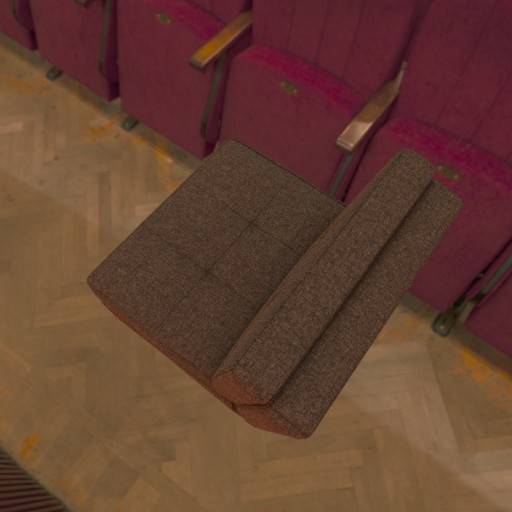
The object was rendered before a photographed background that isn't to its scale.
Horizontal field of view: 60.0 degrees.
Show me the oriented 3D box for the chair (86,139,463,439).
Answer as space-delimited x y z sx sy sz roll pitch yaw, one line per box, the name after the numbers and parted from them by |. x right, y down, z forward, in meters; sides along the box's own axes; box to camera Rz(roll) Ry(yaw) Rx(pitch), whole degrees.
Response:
0.000 0.000 1.314 0.800 0.615 0.740 35 68 16 | chair
